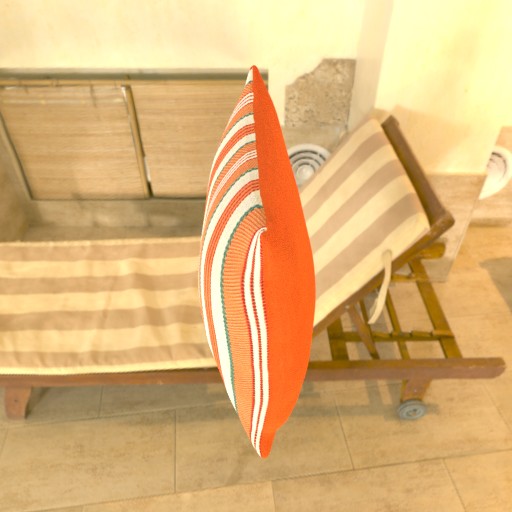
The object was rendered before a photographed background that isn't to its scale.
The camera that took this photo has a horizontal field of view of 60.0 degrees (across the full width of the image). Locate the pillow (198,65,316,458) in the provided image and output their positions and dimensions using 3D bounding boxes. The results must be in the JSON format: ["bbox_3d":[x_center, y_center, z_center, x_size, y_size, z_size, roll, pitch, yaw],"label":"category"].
[{"bbox_3d":[0.000,0.000,0.687,0.182,0.441,0.440,-1,41,-1],"label":"pillow"}]
